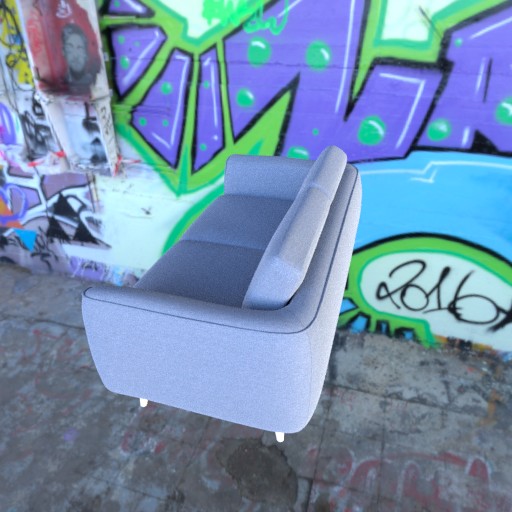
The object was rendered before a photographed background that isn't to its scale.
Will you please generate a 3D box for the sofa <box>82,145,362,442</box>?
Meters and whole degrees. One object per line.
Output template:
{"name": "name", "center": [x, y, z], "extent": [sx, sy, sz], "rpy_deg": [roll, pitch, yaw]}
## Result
{"name": "sofa", "center": [0.000, 0.000, 2.240], "extent": [0.920, 0.850, 1.700], "rpy_deg": [9, 32, 14]}
